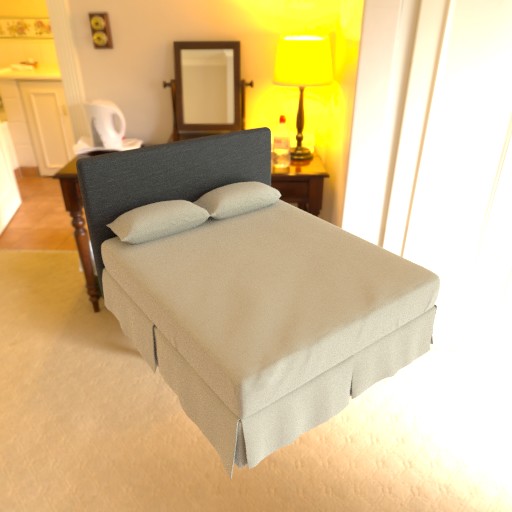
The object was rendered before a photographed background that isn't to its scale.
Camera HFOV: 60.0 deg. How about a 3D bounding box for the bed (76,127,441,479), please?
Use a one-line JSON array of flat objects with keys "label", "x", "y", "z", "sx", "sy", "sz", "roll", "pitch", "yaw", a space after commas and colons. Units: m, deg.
[{"label": "bed", "x": 0.000, "y": 0.000, "z": 3.338, "sx": 1.884, "sy": 1.330, "sz": 2.142, "roll": -20, "pitch": 35, "yaw": -32}]
